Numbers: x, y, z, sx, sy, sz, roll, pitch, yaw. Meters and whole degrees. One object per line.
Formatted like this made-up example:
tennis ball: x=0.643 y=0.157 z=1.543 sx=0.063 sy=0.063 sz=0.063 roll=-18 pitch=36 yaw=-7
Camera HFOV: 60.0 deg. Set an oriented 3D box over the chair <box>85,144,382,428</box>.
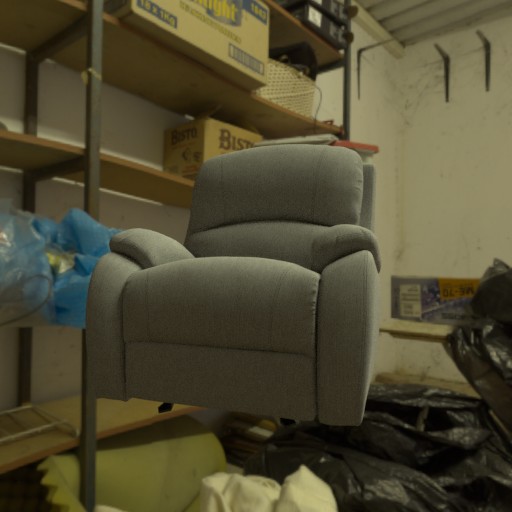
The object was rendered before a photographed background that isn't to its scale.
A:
chair: x=0.000 y=0.000 z=1.710 sx=0.930 sy=1.011 sz=0.899 roll=0 pitch=-1 yaw=17
